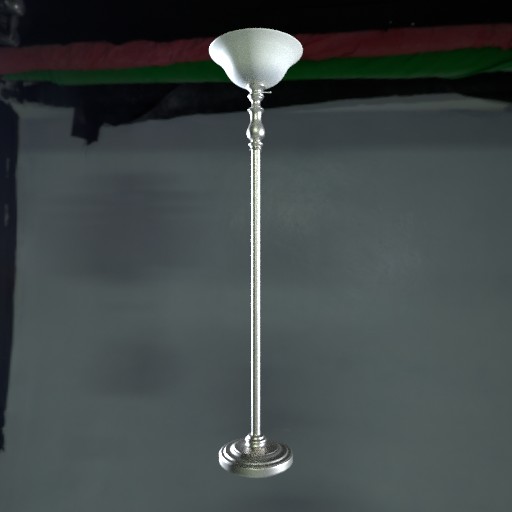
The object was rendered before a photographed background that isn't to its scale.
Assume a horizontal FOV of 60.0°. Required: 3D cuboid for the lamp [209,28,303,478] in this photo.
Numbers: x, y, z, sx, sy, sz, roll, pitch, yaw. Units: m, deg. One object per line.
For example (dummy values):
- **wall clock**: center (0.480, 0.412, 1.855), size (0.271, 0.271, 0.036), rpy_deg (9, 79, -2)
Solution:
- **lamp**: center (0.000, 0.000, 1.916), size (0.405, 1.771, 0.405), rpy_deg (0, -1, 1)
